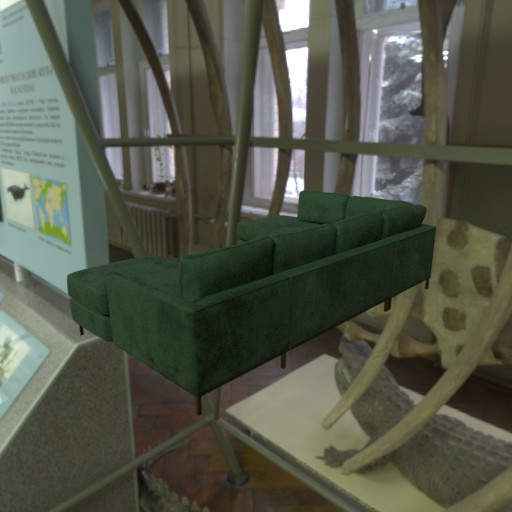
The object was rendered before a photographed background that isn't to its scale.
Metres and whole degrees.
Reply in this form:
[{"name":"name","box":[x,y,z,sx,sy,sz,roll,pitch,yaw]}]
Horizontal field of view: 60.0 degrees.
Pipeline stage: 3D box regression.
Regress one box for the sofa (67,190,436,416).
[{"name":"sofa","box":[0.000,0.000,3.916,1.992,0.861,2.994,14,21,42]}]
